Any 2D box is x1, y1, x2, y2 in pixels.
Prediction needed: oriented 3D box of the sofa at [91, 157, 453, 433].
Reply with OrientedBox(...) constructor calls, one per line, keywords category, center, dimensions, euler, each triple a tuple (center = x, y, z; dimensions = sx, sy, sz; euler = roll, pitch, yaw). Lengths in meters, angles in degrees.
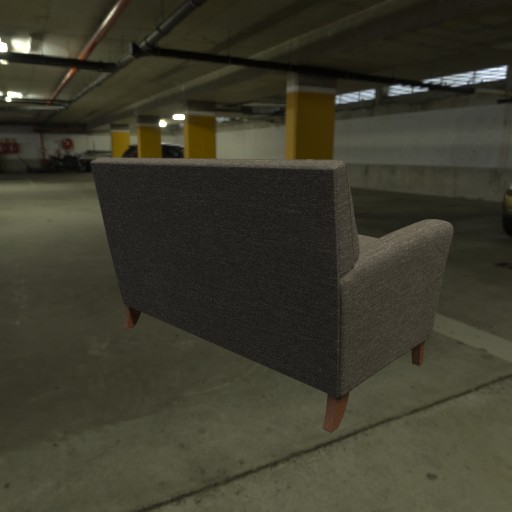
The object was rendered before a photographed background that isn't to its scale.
OrientedBox(category="sofa", center=(0.000, 0.000, 2.095), dimensions=(1.509, 0.905, 0.867), euler=(12, 18, 42))
